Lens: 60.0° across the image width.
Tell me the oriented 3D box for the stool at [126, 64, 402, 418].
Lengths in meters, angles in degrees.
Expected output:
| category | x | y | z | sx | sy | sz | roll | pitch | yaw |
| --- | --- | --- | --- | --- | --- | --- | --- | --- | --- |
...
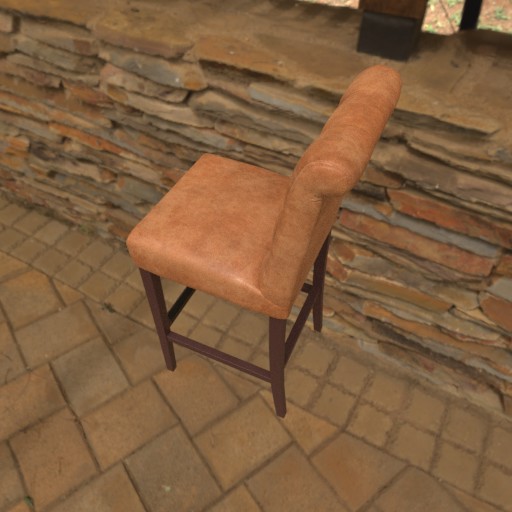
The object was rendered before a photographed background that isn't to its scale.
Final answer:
| category | x | y | z | sx | sy | sz | roll | pitch | yaw |
| --- | --- | --- | --- | --- | --- | --- | --- | --- | --- |
| stool | 0.000 | 0.000 | 1.415 | 0.601 | 1.140 | 0.493 | 18 | 49 | 17 |
